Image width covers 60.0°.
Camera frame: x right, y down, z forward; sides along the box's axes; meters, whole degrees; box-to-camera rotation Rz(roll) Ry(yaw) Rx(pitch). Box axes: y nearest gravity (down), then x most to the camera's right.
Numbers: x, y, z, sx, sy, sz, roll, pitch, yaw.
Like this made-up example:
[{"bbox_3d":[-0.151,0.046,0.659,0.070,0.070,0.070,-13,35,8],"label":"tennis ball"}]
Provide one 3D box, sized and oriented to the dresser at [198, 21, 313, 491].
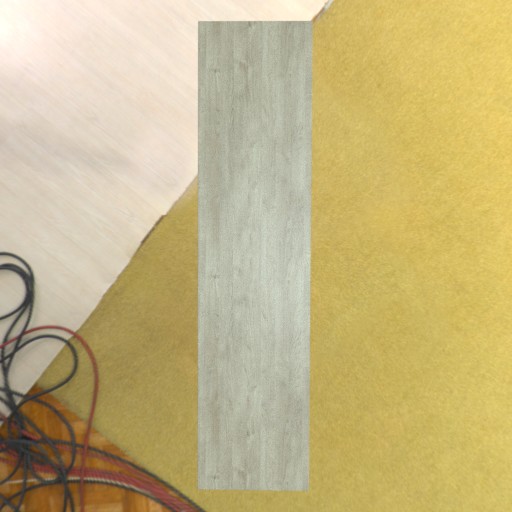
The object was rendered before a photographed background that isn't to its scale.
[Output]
[{"bbox_3d":[0.000,0.000,1.894,0.390,0.795,1.590,0,92,1],"label":"dresser"}]
